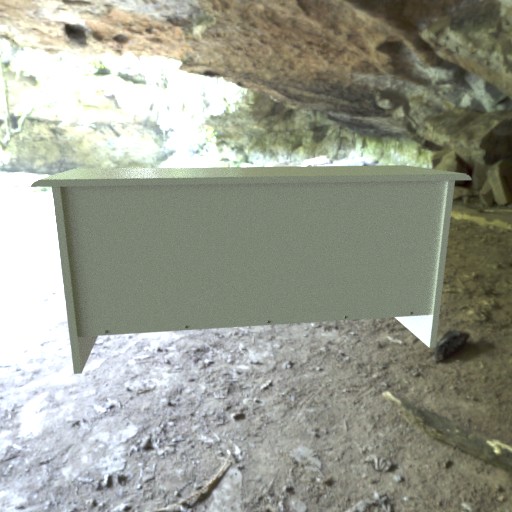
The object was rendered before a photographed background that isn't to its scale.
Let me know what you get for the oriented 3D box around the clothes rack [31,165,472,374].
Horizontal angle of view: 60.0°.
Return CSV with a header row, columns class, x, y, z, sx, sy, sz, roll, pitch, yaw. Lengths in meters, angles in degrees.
class,x,y,z,sx,sy,sz,roll,pitch,yaw
clothes rack,0.000,0.000,1.474,1.218,0.558,0.405,-2,15,-8
